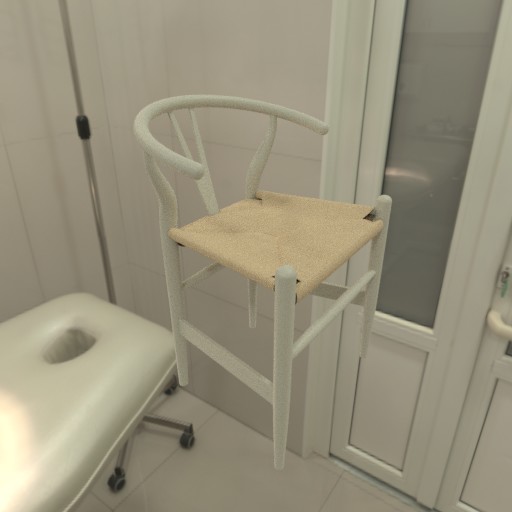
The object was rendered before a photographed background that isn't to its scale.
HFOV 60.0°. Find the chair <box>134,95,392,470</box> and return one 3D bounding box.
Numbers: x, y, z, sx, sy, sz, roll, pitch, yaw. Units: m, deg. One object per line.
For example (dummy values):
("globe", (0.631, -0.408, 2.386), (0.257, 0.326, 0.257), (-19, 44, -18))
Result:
("chair", (0.000, 0.000, 1.127), (0.500, 0.736, 0.533), (18, 32, 31))
